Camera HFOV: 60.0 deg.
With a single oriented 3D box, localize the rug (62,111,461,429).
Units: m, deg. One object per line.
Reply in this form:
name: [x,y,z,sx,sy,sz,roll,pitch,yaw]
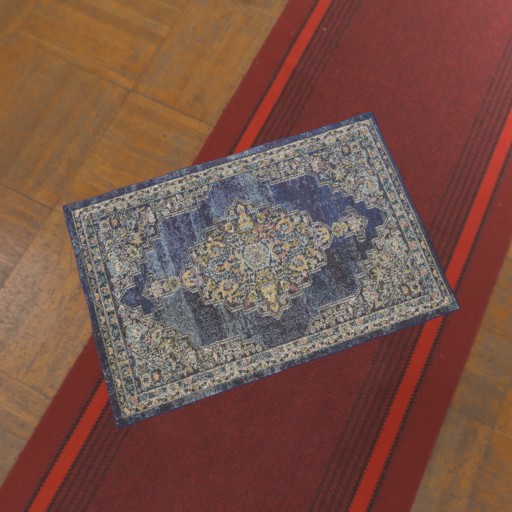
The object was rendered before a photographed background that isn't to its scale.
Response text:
rug: [0.000,0.000,2.286,1.781,0.012,1.184,-18,76,-5]
